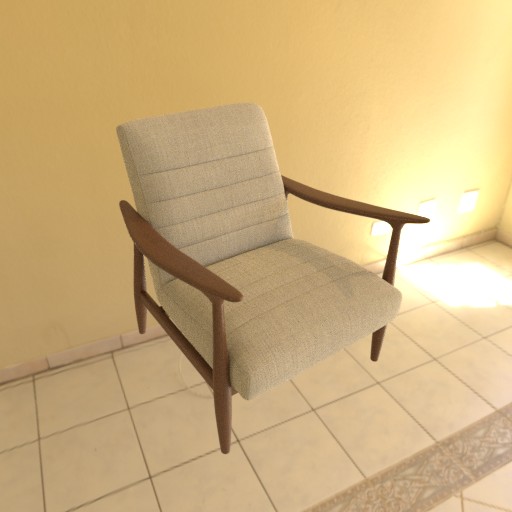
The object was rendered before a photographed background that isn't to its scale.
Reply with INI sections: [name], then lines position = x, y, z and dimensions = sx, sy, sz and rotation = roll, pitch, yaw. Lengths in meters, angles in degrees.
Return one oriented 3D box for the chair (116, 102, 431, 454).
[chair]
position = 0.000, 0.000, 1.481
dimensions = 0.741, 0.832, 0.798
rotation = -20, 35, -31
